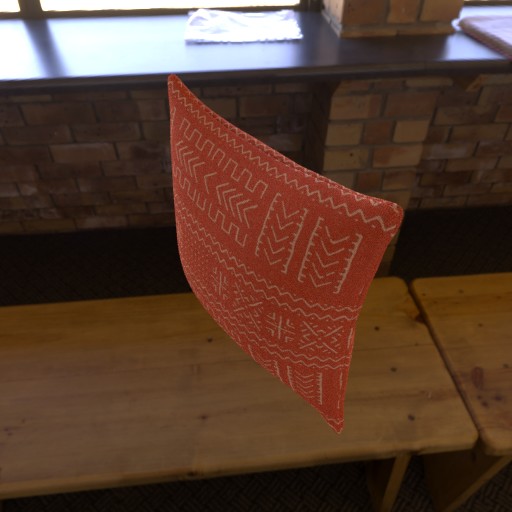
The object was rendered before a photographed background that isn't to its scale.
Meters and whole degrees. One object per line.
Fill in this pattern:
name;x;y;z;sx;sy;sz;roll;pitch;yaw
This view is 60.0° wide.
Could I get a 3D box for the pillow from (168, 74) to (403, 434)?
pillow;0.000;0.000;0.671;0.164;0.429;0.438;-27;49;-26
